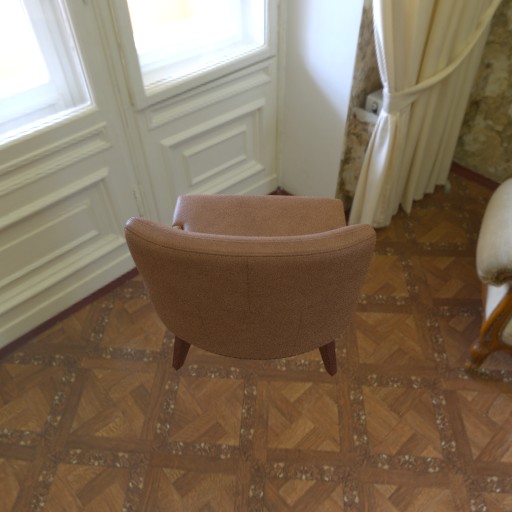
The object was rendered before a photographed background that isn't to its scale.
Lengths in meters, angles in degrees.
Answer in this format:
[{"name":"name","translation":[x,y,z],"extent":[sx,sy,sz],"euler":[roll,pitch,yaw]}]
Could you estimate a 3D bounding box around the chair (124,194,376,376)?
[{"name":"chair","translation":[0.000,0.000,1.507],"extent":[0.701,0.909,0.861],"euler":[2,46,2]}]
